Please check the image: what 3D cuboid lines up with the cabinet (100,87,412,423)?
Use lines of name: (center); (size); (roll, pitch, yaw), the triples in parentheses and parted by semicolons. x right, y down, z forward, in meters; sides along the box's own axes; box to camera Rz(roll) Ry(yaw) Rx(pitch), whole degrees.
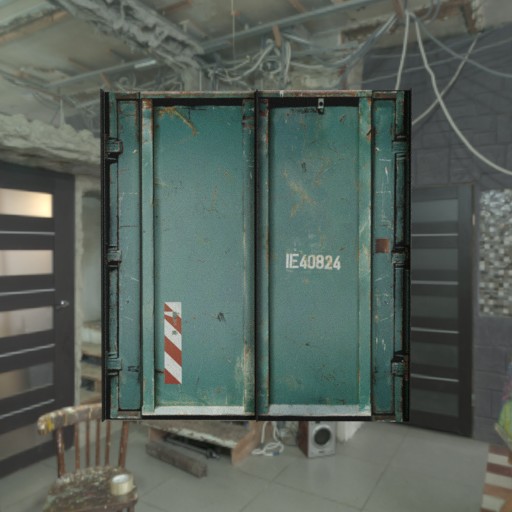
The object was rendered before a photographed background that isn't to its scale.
cabinet: (0.000, 0.000, 3.192); (2.000, 2.160, 0.680); (0, 1, 1)
